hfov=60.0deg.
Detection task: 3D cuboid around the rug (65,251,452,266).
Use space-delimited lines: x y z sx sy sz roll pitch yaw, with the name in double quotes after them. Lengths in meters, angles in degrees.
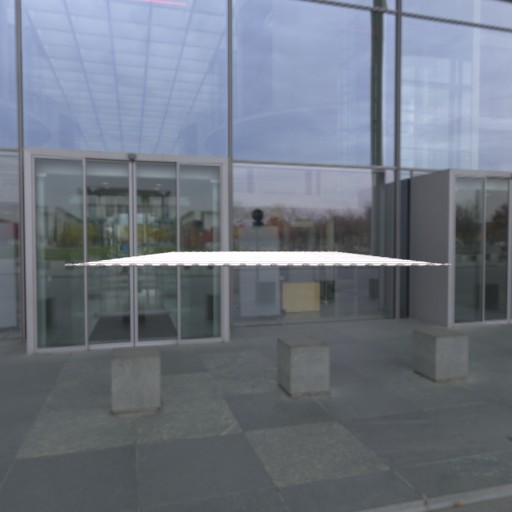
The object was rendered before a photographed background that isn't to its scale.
0.000 0.000 2.984 1.563 0.014 2.425 0 2 -1 "rug"
